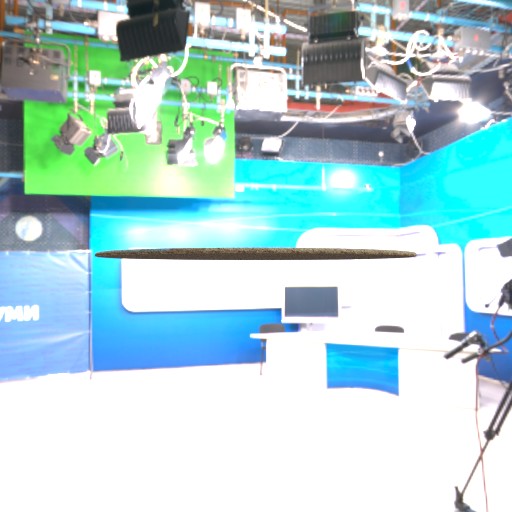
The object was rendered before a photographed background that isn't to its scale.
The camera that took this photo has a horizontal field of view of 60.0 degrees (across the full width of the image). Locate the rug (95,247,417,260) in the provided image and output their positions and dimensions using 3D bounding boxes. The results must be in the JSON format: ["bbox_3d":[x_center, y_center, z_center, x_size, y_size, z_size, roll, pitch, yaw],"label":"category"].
[{"bbox_3d":[0.000,0.000,3.592,2.461,0.033,2.461,0,-2,0],"label":"rug"}]
